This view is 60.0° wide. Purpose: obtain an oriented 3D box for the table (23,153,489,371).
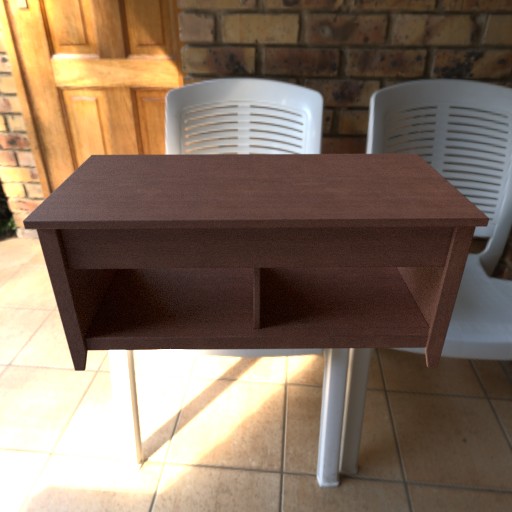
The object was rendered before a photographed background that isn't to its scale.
[{"bbox_3d":[0.000,0.000,1.286,1.016,0.457,0.483,0,30,-1],"label":"table"}]
